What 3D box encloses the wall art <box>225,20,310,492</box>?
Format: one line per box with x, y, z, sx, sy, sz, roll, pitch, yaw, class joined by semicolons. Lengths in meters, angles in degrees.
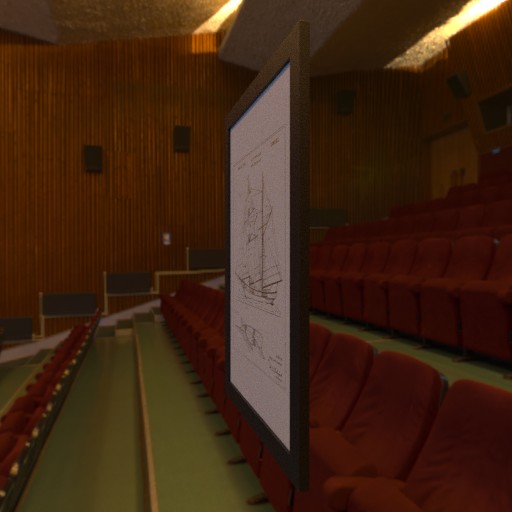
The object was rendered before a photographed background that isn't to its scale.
0.000;0.000;0.684;0.013;0.534;0.381;0;0;-17;wall art
